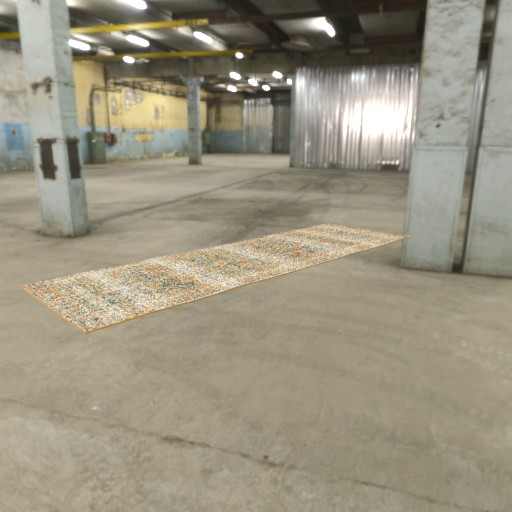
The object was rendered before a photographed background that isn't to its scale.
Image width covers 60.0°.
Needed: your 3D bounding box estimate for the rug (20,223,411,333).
[{"bbox_3d":[0.000,0.000,2.525,2.294,0.014,0.704,-14,20,-42],"label":"rug"}]
